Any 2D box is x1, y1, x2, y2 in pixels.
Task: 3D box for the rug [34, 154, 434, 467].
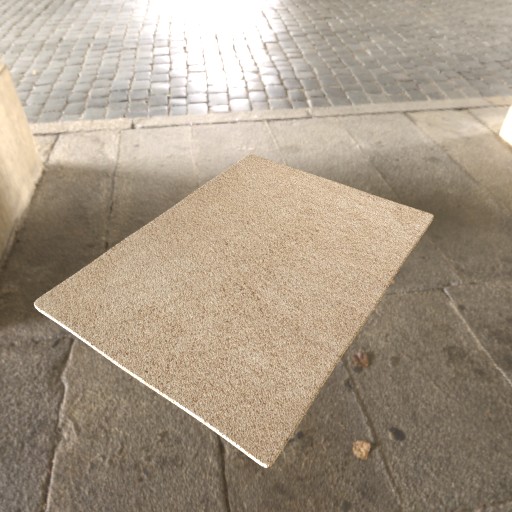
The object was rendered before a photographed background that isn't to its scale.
[{"bbox_3d":[0.000,0.000,2.110,1.199,0.025,1.600,24,47,25],"label":"rug"}]
